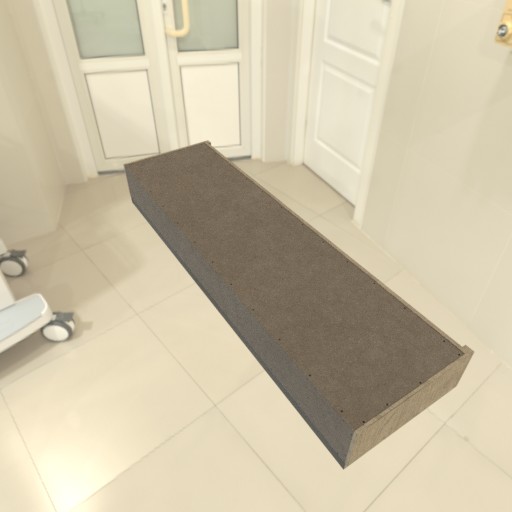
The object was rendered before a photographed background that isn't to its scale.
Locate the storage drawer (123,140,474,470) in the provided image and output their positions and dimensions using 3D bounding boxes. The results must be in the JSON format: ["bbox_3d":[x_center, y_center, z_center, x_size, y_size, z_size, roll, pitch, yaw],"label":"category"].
[{"bbox_3d":[0.000,0.000,2.274,0.591,0.274,2.072,-23,46,-25],"label":"storage drawer"}]
